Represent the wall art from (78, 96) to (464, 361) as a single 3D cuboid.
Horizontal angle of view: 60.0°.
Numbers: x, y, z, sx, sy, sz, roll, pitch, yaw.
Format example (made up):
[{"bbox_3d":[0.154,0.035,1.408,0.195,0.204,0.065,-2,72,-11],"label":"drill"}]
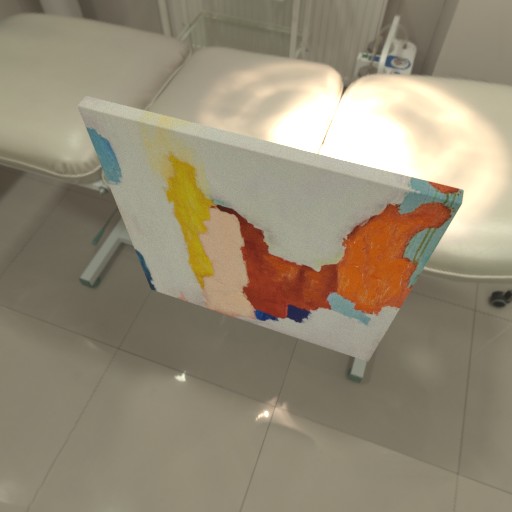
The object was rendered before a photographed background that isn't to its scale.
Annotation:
[{"bbox_3d":[0.000,0.000,1.233,0.814,0.814,0.037,17,58,11],"label":"wall art"}]
